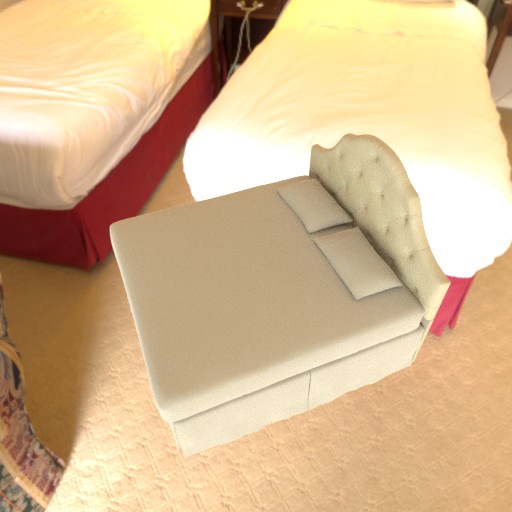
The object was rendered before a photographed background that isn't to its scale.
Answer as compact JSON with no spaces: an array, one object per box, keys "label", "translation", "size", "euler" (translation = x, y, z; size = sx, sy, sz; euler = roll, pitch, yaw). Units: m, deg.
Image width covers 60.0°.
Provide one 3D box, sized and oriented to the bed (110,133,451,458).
[{"label":"bed","translation":[0.000,0.000,3.534],"size":[2.086,1.555,2.012],"euler":[-16,47,-16]}]
